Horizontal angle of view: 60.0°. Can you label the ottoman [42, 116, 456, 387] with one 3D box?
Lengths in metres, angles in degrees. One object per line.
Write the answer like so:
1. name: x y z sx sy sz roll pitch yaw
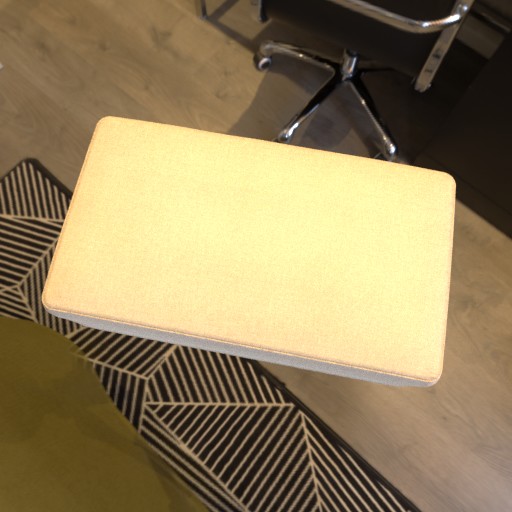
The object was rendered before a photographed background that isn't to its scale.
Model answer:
1. ottoman: 0.000 0.000 1.404 1.097 0.448 0.617 10 75 3
